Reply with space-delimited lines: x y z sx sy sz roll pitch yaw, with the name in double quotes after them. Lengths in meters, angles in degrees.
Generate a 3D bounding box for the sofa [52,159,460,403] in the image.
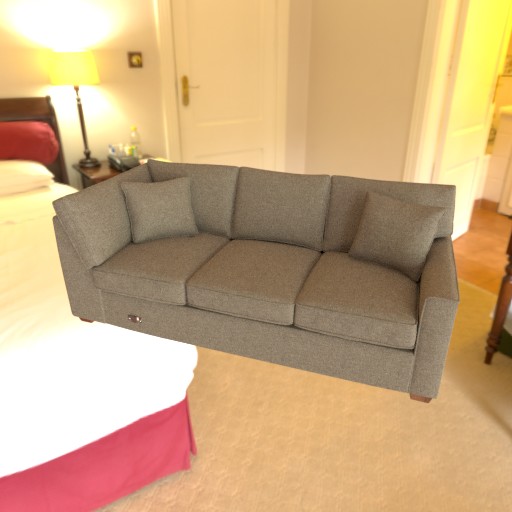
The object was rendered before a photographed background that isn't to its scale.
0.000 0.000 2.838 2.317 0.962 1.061 9 26 18 "sofa"
